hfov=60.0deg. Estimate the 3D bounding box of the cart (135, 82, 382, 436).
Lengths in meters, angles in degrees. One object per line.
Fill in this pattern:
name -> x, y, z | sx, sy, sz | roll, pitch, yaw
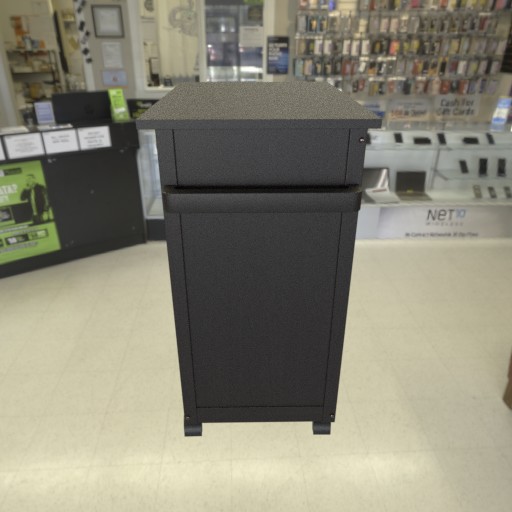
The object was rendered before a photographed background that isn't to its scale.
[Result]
cart -> 0.000, 0.000, 1.287 | 0.456, 0.879, 0.660 | 0, 27, -1
